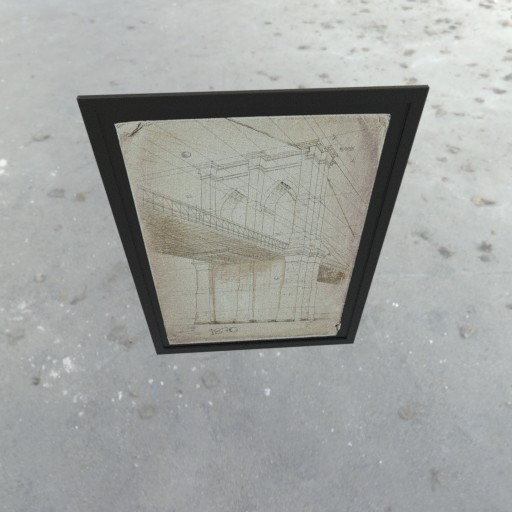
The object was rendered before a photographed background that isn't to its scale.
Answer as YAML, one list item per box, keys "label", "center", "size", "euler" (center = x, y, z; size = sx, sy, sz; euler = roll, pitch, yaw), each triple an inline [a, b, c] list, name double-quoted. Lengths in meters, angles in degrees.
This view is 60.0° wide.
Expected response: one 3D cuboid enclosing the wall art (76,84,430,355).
- label: "wall art"
  center: [0.000, 0.000, 1.243]
  size: [0.707, 0.967, 0.013]
  euler: [-3, 47, -3]
